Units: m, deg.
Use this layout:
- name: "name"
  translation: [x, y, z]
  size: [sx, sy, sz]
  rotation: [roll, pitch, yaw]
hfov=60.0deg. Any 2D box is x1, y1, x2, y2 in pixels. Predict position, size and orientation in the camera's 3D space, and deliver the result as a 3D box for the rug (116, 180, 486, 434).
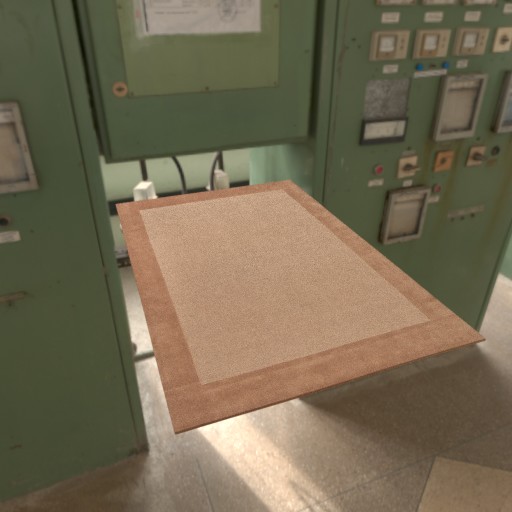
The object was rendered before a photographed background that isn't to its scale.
- name: "rug"
  translation: [0.000, 0.000, 2.271]
  size: [1.219, 0.014, 1.829]
  rotation: [-11, 32, -18]
